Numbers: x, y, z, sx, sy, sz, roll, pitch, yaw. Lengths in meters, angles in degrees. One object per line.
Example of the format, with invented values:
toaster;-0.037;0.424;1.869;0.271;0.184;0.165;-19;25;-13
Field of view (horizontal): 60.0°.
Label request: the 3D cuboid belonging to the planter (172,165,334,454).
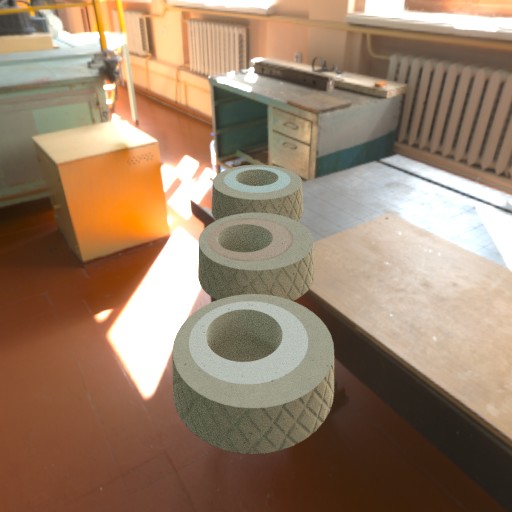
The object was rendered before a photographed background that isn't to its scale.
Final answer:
planter;0.000;0.000;0.423;0.114;0.038;0.390;0;32;1
